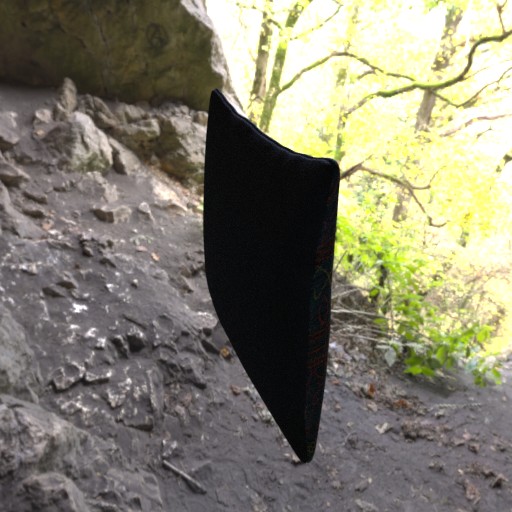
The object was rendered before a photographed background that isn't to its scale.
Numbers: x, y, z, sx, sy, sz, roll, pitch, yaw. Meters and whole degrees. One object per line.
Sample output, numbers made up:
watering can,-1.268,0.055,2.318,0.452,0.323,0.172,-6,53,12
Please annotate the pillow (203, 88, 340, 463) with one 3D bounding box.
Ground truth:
pillow,0.000,0.000,0.677,0.141,0.431,0.431,-10,32,-16
